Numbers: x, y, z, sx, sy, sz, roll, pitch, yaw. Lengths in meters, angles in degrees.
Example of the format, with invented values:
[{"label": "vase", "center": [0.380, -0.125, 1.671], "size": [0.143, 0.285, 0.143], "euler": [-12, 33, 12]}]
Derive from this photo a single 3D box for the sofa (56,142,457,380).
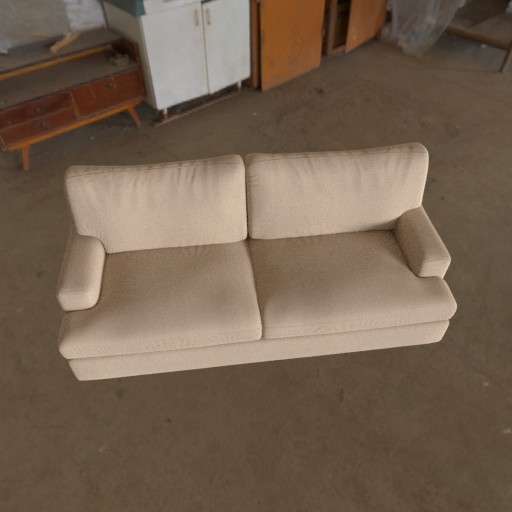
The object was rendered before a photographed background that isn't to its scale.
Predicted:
[{"label": "sofa", "center": [0.000, 0.000, 2.550], "size": [2.147, 0.925, 0.929], "euler": [-5, 47, -5]}]
